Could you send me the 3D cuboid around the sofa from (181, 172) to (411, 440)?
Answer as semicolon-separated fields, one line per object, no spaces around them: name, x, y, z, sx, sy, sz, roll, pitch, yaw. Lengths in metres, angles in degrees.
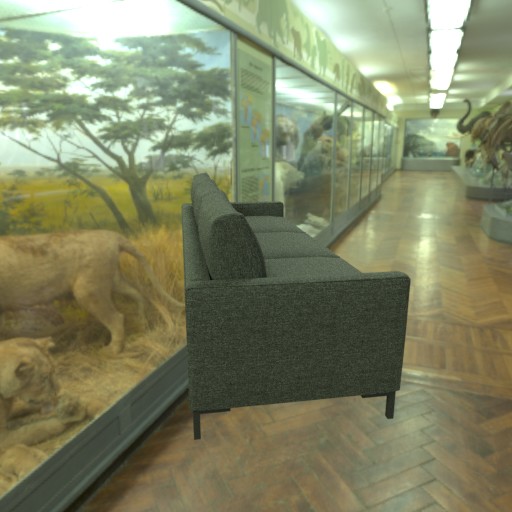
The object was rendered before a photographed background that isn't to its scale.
sofa;0.000;0.000;2.709;0.876;0.879;2.253;-2;15;-9
